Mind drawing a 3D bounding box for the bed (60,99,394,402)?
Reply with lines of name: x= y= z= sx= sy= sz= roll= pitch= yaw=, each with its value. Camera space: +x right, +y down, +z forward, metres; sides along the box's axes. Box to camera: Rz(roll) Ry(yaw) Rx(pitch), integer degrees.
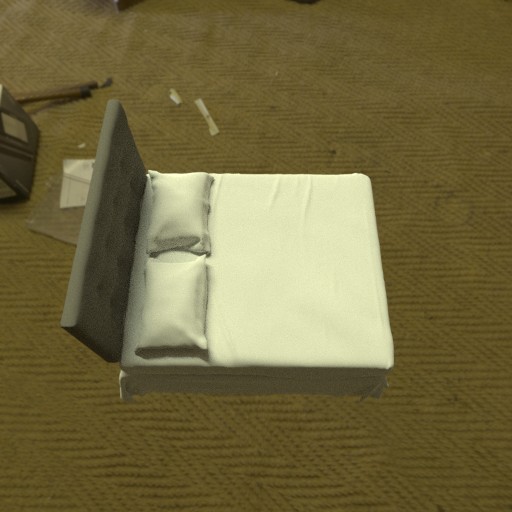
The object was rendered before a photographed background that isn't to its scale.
bed: x=0.000 y=0.000 z=3.375 sx=2.222 sy=1.577 sz=1.936 roll=0 pitch=64 yaw=0
